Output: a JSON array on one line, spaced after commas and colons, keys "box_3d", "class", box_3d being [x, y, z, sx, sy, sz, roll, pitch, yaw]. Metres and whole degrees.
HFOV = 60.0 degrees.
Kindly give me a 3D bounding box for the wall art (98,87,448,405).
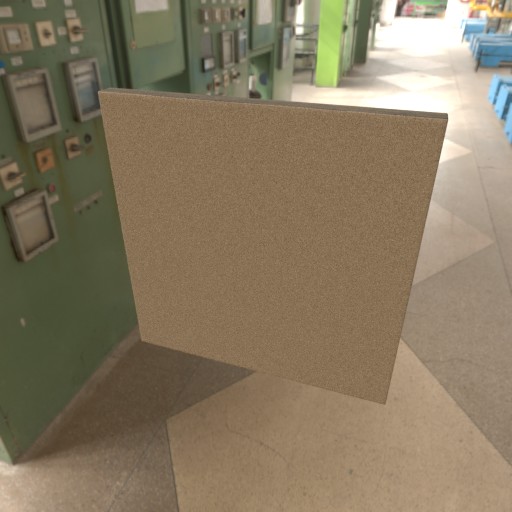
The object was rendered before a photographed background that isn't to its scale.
[{"box_3d": [0.000, 0.000, 1.115, 0.749, 0.751, 0.050, 10, 33, 17], "class": "wall art"}]
